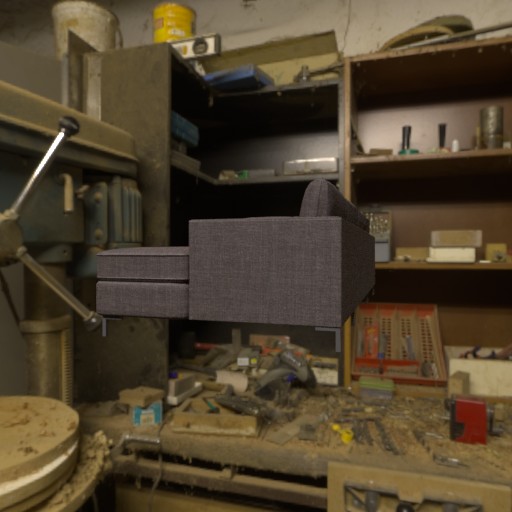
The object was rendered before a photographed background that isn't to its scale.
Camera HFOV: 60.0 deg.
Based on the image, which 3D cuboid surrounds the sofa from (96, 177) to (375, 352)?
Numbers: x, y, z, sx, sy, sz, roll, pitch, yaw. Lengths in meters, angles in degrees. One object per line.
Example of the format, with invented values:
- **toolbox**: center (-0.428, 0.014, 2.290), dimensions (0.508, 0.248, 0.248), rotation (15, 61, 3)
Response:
- **sofa**: center (0.000, 0.000, 4.269), dimensions (2.048, 0.999, 3.423), rotation (0, 1, 18)
